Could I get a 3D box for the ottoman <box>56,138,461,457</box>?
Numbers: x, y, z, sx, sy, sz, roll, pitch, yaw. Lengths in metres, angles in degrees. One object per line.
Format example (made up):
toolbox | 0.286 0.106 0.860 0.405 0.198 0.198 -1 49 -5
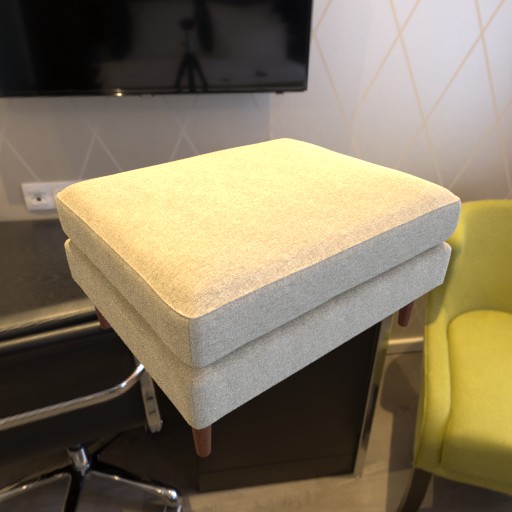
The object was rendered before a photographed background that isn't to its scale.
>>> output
ottoman | 0.000 0.000 1.219 0.821 0.474 0.693 -21 36 -32
